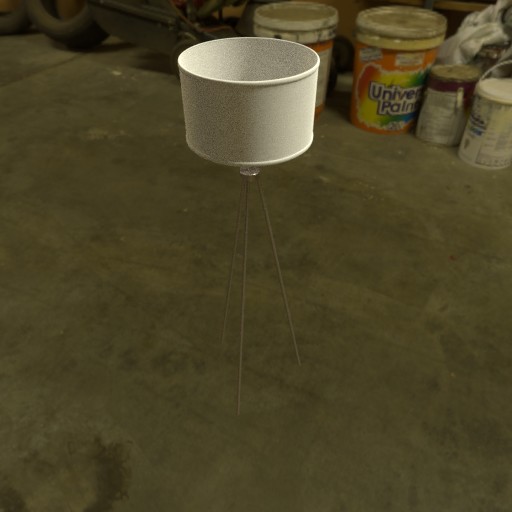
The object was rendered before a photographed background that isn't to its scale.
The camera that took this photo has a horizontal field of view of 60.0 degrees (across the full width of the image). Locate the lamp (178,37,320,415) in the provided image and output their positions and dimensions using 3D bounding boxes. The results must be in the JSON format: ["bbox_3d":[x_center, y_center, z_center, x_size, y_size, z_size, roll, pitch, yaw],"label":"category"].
[{"bbox_3d":[0.000,0.000,1.796,0.458,1.545,0.448,-12,42,-13],"label":"lamp"}]
